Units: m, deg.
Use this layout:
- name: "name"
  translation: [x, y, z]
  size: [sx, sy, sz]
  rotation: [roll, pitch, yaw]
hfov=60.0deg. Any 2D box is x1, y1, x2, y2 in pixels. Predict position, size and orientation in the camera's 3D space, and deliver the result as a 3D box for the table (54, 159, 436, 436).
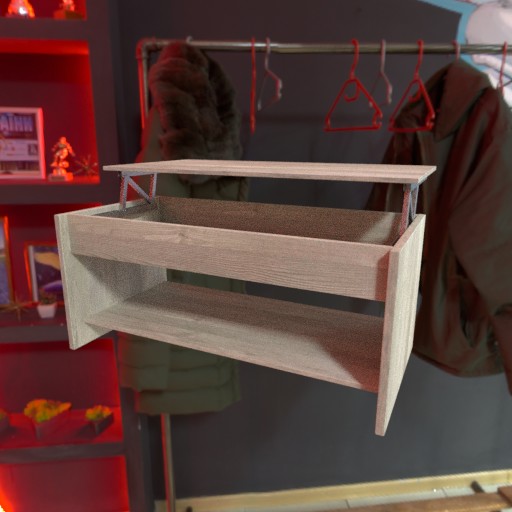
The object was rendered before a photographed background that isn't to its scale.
- name: "table"
  translation: [0.000, 0.000, 1.464]
  size: [1.000, 0.570, 0.712]
  rotation: [7, 17, 25]
